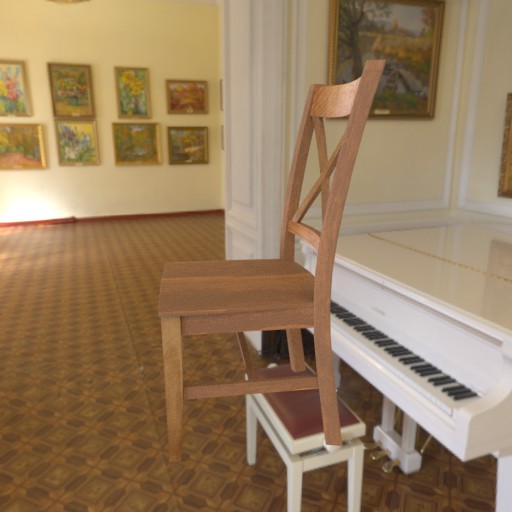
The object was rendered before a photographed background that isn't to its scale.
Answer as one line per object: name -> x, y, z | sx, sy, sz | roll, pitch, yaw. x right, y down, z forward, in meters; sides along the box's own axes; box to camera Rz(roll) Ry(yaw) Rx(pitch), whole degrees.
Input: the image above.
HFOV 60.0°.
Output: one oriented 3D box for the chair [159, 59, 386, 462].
chair -> 0.000, 0.000, 1.276 | 0.542, 0.983, 0.485 | -2, 15, -8
